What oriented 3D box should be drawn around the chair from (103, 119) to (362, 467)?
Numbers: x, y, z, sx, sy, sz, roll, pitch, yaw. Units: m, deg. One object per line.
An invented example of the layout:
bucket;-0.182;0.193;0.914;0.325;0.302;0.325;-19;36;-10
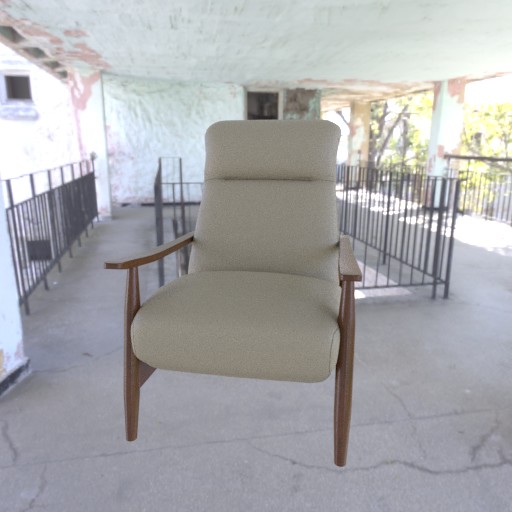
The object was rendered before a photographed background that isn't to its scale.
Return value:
chair;0.000;0.000;1.763;0.762;1.082;1.014;2;14;10
